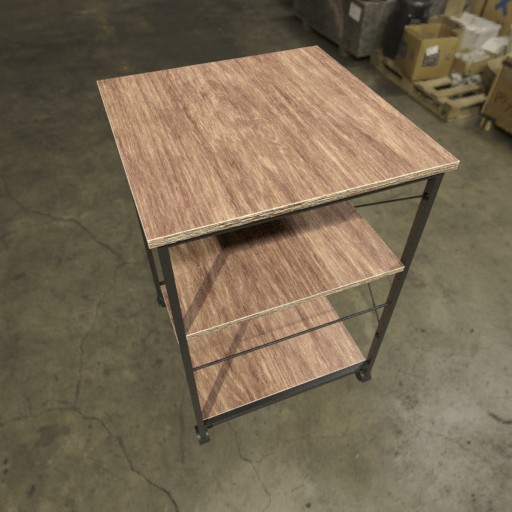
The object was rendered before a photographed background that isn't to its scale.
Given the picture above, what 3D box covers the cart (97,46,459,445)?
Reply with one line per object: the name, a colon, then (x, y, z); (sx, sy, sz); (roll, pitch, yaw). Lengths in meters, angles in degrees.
cart: (0.000, 0.000, 1.109); (0.520, 0.762, 0.521); (-16, 48, -15)
